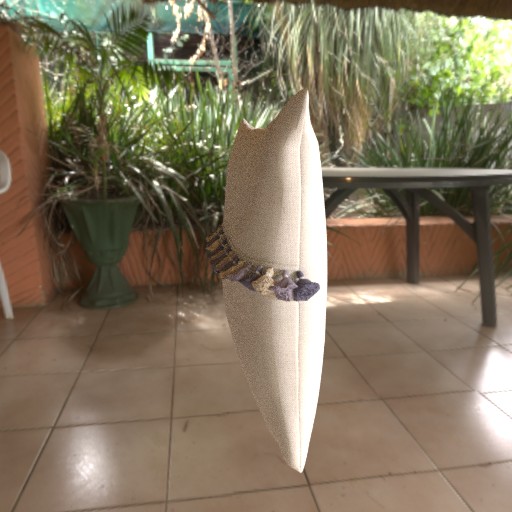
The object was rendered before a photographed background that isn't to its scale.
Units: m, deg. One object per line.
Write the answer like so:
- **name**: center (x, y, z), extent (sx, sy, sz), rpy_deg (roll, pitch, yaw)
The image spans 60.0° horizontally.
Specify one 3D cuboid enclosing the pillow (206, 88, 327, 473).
- **pillow**: center (0.000, 0.000, 0.753), extent (0.165, 0.481, 0.489), rpy_deg (-2, 13, -10)
